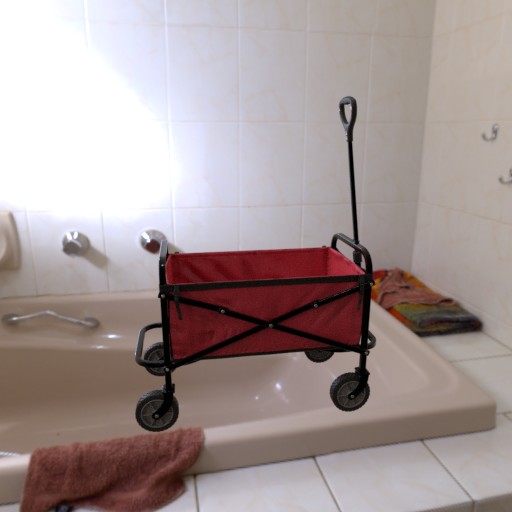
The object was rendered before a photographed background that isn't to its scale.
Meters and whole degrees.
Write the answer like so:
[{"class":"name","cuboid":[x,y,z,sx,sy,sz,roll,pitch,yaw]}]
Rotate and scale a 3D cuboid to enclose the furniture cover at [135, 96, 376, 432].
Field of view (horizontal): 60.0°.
[{"class":"furniture cover","cuboid":[0.000,0.000,1.891,1.038,1.295,0.532,-3,16,-9]}]
